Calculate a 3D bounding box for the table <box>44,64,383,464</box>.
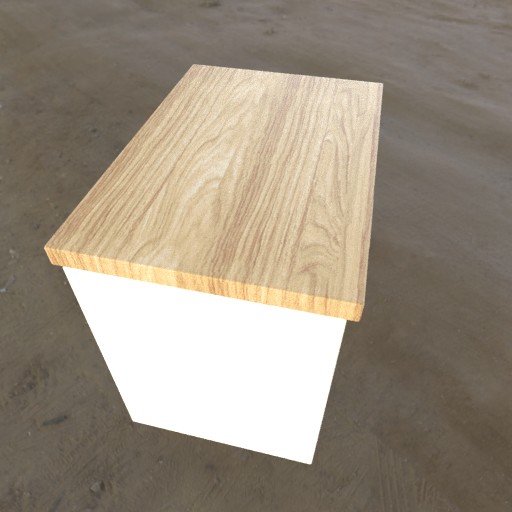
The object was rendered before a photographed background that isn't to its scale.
[{"bbox_3d":[0.000,0.000,0.782,0.360,0.440,0.500,10,46,9],"label":"table"}]
